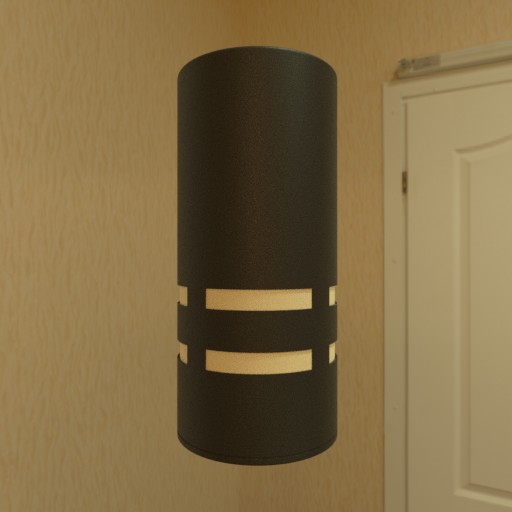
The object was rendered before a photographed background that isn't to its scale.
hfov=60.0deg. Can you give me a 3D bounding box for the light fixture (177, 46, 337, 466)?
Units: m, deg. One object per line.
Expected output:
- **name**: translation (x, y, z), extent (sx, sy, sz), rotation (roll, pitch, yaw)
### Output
- **light fixture**: translation (0.000, 0.000, 0.256), extent (0.098, 0.179, 0.138), rotation (0, 0, -1)
